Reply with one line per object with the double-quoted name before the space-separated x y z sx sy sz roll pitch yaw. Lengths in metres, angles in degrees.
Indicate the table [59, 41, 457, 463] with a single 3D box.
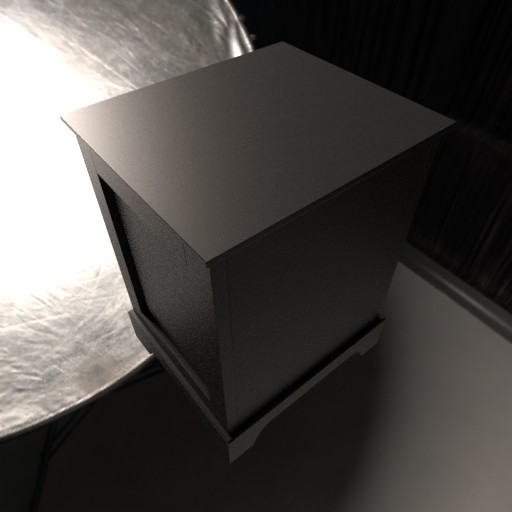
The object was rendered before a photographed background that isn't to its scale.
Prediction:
"table" 0.000 0.000 0.896 0.460 0.610 0.399 -30 54 -26
